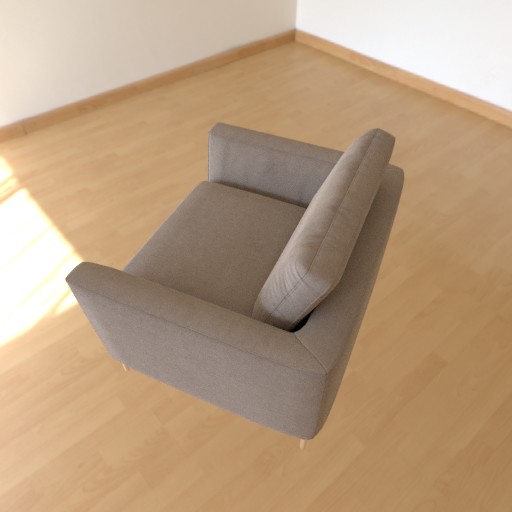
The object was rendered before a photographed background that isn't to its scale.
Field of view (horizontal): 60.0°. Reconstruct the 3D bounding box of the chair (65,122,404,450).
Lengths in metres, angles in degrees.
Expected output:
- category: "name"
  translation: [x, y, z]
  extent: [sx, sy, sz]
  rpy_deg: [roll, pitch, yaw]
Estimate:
- category: "chair"
  translation: [0.000, 0.000, 1.700]
  extent: [0.889, 0.864, 1.041]
  rpy_deg: [18, 49, 16]
